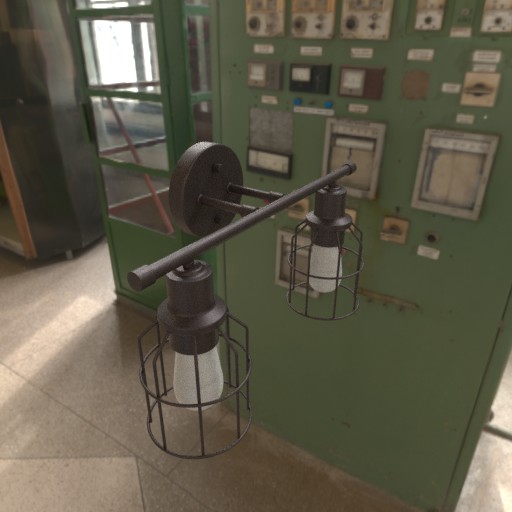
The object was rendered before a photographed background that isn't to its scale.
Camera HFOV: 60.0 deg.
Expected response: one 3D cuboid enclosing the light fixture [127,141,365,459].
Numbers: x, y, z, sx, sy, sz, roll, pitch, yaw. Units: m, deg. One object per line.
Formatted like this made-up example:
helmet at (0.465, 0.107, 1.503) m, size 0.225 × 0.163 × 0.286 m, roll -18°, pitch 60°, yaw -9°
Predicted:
light fixture at (0.000, 0.000, 0.540) m, size 0.165 × 0.254 × 0.406 m, roll 18°, pitch 32°, yaw 31°
